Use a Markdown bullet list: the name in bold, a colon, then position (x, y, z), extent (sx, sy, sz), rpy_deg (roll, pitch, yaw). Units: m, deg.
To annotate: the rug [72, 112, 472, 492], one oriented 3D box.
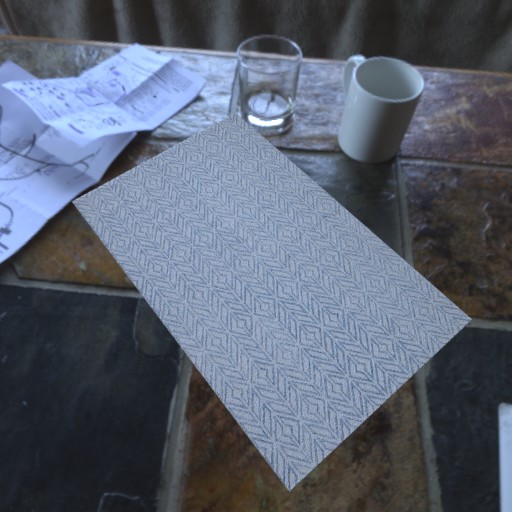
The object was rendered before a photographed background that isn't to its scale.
- **rug**: position (0.000, 0.000, 3.036), extent (1.526, 0.008, 2.441), rpy_deg (-35, 65, -19)
